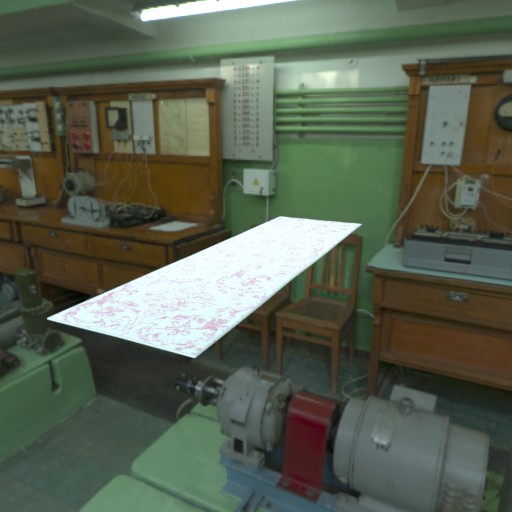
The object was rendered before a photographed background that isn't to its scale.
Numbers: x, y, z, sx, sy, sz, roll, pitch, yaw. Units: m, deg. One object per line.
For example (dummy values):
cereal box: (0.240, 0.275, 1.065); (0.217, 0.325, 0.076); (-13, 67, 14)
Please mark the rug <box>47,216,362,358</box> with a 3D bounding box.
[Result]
rug: (0.000, 0.000, 2.458); (0.662, 0.011, 2.196); (8, 18, 25)
